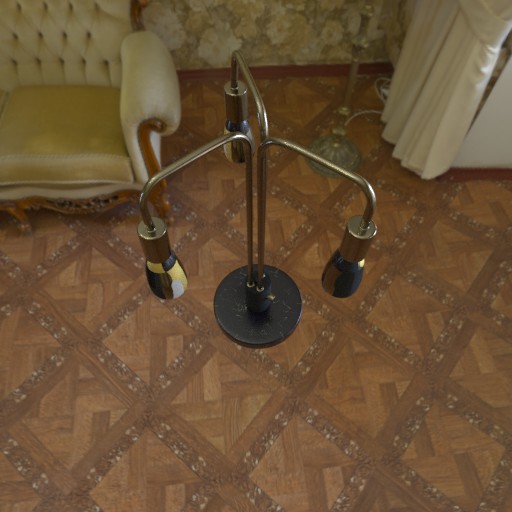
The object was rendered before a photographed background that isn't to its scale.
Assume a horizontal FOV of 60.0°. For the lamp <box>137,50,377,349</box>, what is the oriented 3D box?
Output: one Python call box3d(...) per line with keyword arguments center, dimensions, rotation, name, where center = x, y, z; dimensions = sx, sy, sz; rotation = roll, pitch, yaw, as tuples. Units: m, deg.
box3d(center=(0.000, 0.000, 0.791), dimensions=(0.368, 0.560, 0.355), rotation=(33, 64, 19), name="lamp")
